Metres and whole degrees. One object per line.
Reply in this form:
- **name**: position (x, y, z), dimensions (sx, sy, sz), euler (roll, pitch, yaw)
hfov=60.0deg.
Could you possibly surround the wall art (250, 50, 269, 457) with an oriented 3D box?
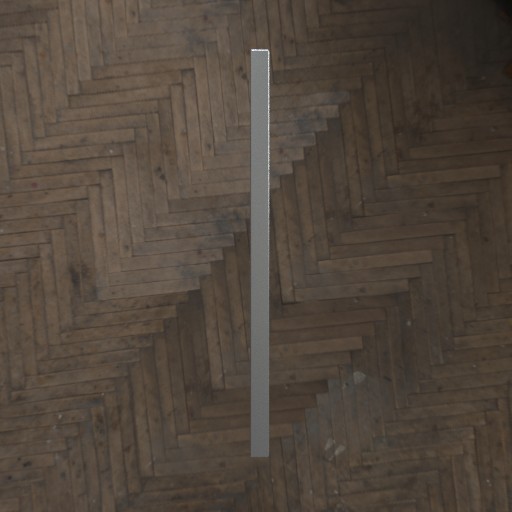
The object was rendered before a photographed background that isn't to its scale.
- **wall art**: position (0.000, 0.000, 1.400), dimensions (0.037, 1.062, 0.801), euler (0, 89, -1)
